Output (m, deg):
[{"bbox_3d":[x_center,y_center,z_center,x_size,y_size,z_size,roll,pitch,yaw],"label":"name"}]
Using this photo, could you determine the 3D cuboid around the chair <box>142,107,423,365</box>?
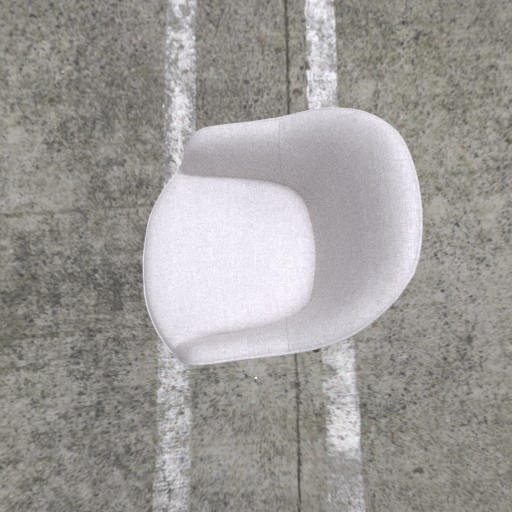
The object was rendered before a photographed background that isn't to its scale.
[{"bbox_3d":[0.000,0.000,1.236,0.635,0.823,0.596,-1,75,0],"label":"chair"}]
